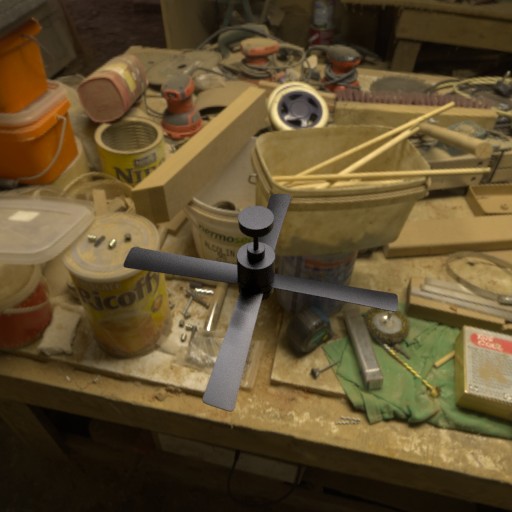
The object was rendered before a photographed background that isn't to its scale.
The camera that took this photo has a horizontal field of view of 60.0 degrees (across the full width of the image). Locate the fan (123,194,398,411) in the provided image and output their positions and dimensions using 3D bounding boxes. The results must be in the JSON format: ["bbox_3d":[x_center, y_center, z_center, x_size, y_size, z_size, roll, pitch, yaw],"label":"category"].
[{"bbox_3d":[0.000,0.000,2.313,1.525,0.534,1.525,10,47,9],"label":"fan"}]
